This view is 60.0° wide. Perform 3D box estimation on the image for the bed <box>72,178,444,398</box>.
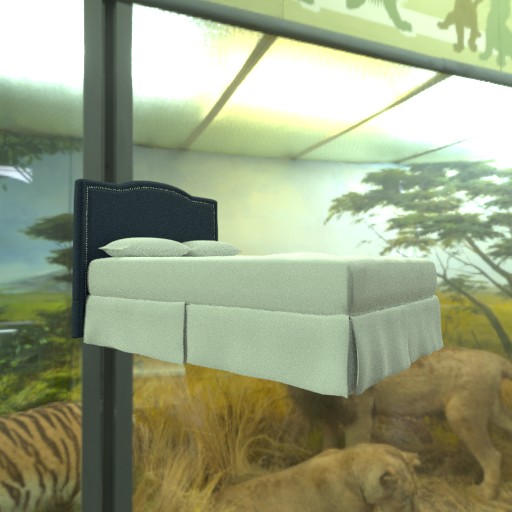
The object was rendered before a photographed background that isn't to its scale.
[{"bbox_3d":[0.000,0.000,3.577,2.507,1.441,1.741,0,-1,37],"label":"bed"}]
